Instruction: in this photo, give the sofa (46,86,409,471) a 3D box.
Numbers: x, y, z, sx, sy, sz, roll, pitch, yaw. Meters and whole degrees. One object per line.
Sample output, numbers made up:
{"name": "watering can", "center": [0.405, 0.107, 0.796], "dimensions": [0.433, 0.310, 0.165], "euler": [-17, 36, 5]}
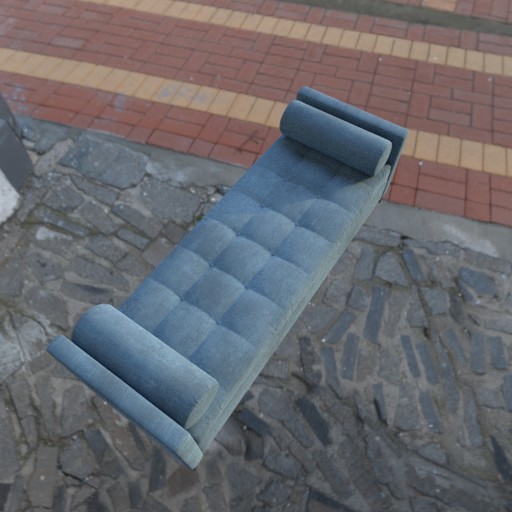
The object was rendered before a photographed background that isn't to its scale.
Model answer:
{"name": "sofa", "center": [0.000, 0.000, 2.338], "dimensions": [0.686, 0.635, 1.981], "euler": [30, 63, 18]}
